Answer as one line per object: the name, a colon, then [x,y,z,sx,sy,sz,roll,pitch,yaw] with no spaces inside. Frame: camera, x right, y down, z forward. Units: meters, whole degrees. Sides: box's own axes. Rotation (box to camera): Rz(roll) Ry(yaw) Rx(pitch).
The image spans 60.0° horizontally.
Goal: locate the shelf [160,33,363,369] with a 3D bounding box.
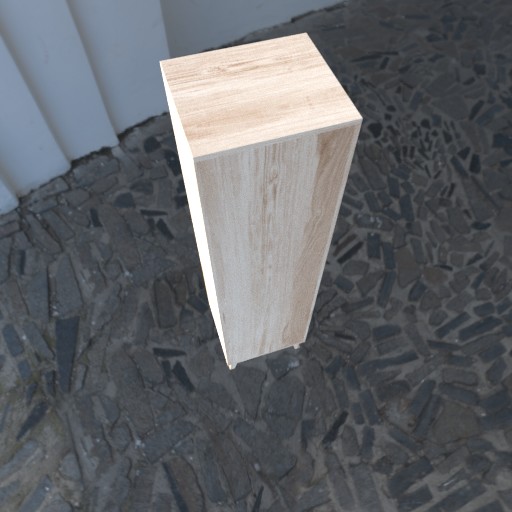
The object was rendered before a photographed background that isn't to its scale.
shelf: [0.000,0.000,2.197,0.510,1.960,0.450,-15,59,-9]
